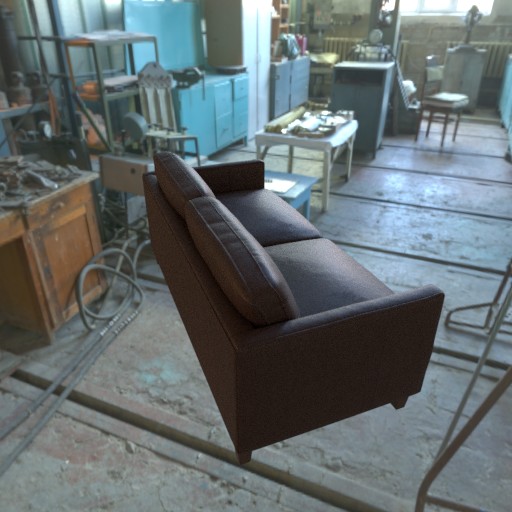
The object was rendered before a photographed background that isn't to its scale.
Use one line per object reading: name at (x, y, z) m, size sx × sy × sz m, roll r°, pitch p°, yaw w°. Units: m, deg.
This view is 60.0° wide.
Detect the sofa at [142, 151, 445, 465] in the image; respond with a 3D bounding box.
sofa at (0.000, 0.000, 2.519) m, size 0.923 × 0.863 × 1.971 m, roll -11°, pitch 31°, yaw -19°
